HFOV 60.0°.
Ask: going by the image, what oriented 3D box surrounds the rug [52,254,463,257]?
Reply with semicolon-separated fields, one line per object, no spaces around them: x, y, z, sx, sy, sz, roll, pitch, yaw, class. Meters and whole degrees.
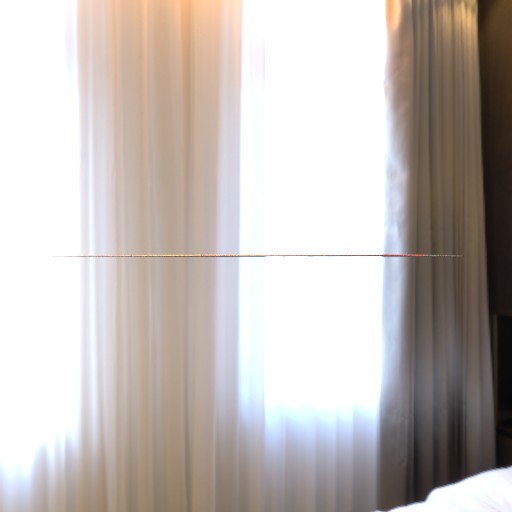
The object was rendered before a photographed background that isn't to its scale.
0.000;0.000;3.769;2.896;0.013;2.007;0;0;36;rug
